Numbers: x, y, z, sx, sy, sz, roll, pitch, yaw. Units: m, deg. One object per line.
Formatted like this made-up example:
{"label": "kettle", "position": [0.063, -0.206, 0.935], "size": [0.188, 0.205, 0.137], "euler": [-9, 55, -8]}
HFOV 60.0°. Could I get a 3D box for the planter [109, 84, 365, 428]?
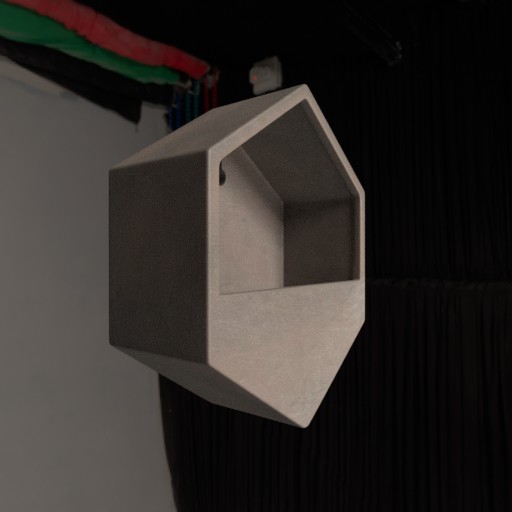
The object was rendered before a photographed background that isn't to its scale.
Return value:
{"label": "planter", "position": [0.000, 0.000, 0.289], "size": [0.077, 0.206, 0.169], "euler": [0, 0, 38]}
